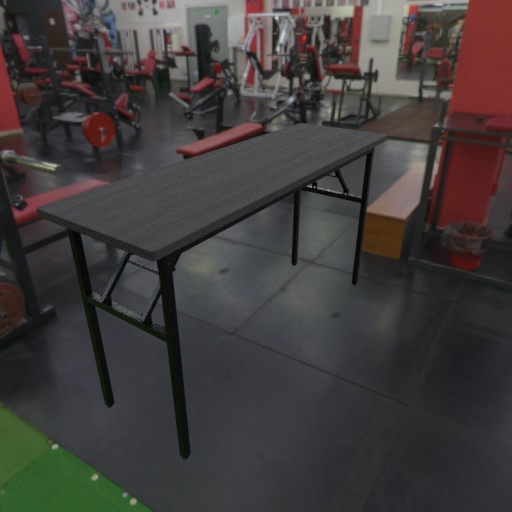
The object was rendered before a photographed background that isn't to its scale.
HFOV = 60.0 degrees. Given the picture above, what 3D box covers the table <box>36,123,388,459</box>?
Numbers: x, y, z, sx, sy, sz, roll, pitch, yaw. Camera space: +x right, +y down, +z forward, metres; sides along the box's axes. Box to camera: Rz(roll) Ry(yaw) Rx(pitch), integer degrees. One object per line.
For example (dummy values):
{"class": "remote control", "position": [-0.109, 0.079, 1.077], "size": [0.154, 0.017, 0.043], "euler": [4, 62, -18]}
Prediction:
{"class": "table", "position": [0.000, 0.000, 1.740], "size": [0.449, 0.750, 1.399], "euler": [18, 33, 31]}
